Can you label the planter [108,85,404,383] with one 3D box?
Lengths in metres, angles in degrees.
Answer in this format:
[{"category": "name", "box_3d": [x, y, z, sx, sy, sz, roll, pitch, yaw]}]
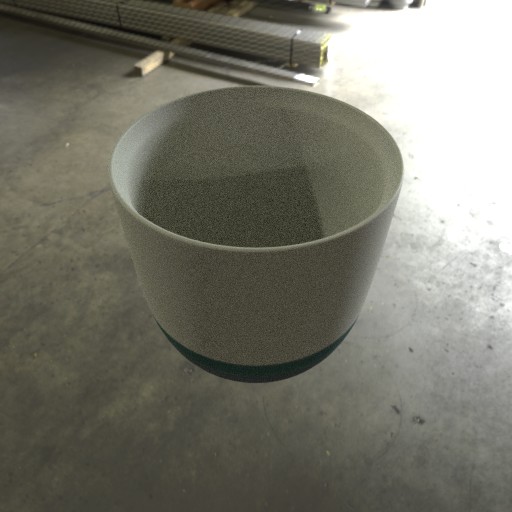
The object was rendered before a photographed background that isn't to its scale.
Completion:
[{"category": "planter", "box_3d": [0.000, 0.000, 0.387, 0.204, 0.214, 0.204, 0, 45, 0]}]
